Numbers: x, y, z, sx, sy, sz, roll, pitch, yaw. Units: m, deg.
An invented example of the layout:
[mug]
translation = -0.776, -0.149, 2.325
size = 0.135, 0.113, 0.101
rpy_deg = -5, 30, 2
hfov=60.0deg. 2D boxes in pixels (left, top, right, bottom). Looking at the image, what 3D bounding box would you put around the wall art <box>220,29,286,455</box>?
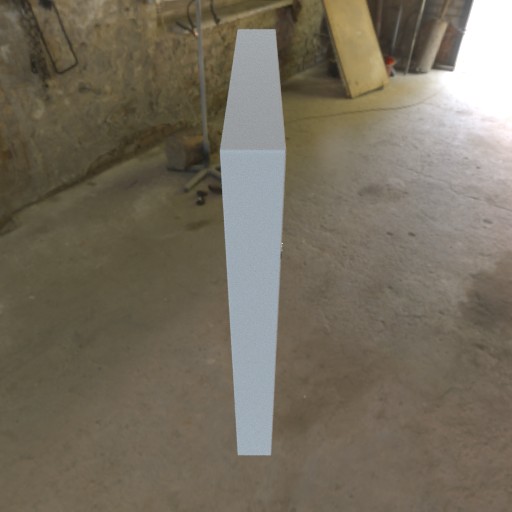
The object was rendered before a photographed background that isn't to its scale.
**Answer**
[wall art]
translation = 0.000, 0.000, 0.473
size = 0.039, 0.381, 0.252
rpy_deg = 0, 41, 0
